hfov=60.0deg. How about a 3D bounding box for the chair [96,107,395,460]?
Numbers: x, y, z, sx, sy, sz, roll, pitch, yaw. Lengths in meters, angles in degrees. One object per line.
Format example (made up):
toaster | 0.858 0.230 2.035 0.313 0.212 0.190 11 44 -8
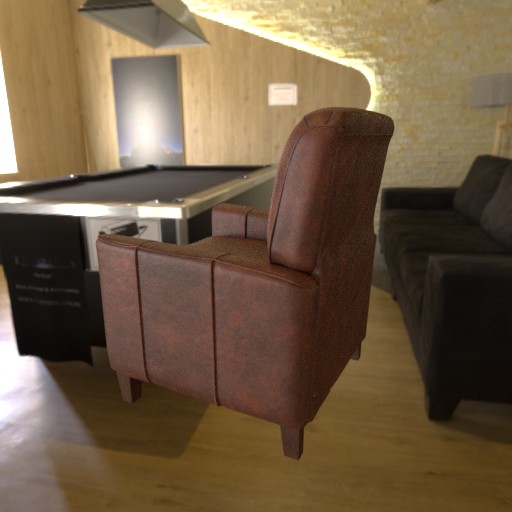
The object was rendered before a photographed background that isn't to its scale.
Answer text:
chair | 0.000 0.000 1.681 0.836 1.043 0.843 8 17 26
